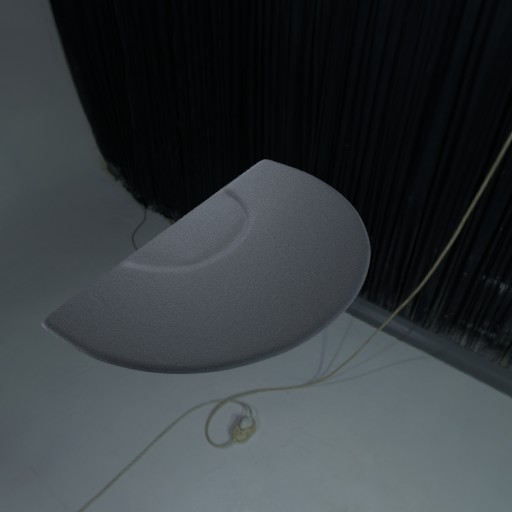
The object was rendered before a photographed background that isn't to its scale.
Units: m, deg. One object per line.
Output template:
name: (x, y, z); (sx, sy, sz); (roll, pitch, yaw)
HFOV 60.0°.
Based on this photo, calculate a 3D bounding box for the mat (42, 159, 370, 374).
mat: (0.000, 0.000, 1.910); (0.917, 0.016, 1.525); (24, 46, 25)
